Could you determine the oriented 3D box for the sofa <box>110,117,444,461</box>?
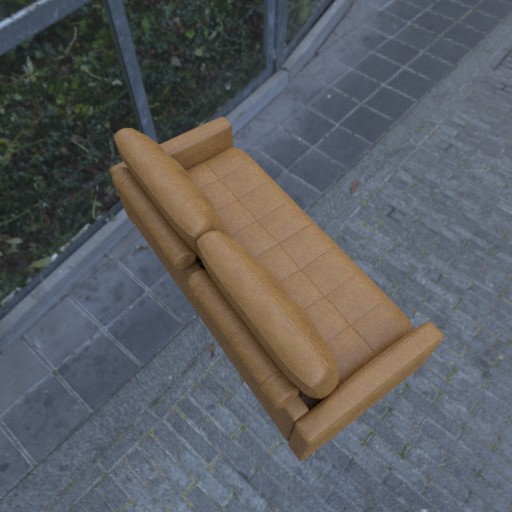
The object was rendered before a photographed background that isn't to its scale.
[{"bbox_3d":[0.000,0.000,2.325,0.850,0.898,1.821,-31,62,-18],"label":"sofa"}]
